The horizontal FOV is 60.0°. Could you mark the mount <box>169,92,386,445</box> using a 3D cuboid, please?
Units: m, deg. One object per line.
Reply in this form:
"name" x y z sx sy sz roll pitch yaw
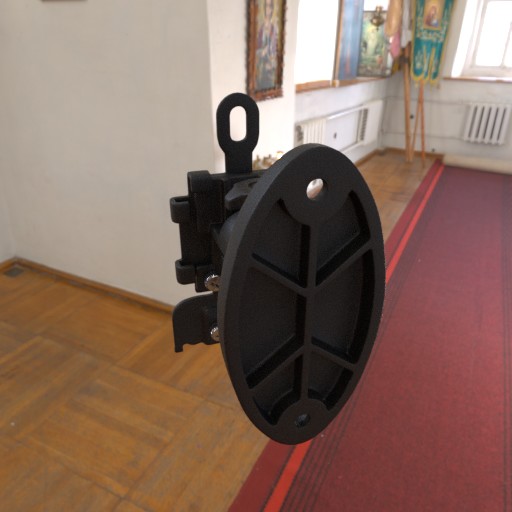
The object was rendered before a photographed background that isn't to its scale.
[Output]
"mount" 0.000 0.000 0.176 0.066 0.118 0.100 -9 28 -17
